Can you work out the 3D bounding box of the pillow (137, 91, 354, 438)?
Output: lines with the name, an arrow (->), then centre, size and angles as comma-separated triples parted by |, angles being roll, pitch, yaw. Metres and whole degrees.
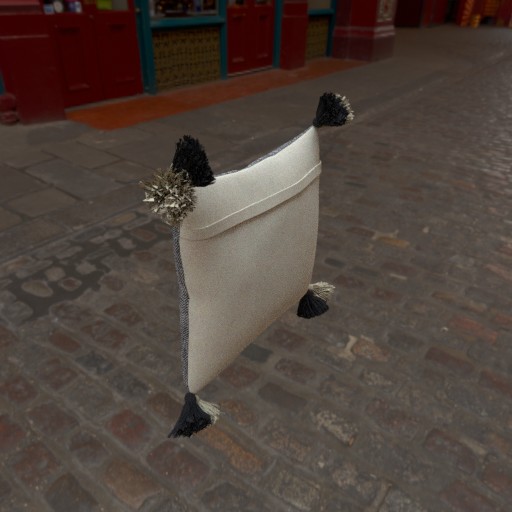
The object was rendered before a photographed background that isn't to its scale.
pillow -> 0.000, 0.000, 1.001 | 0.170, 0.659, 0.654 | 22, 38, 31
